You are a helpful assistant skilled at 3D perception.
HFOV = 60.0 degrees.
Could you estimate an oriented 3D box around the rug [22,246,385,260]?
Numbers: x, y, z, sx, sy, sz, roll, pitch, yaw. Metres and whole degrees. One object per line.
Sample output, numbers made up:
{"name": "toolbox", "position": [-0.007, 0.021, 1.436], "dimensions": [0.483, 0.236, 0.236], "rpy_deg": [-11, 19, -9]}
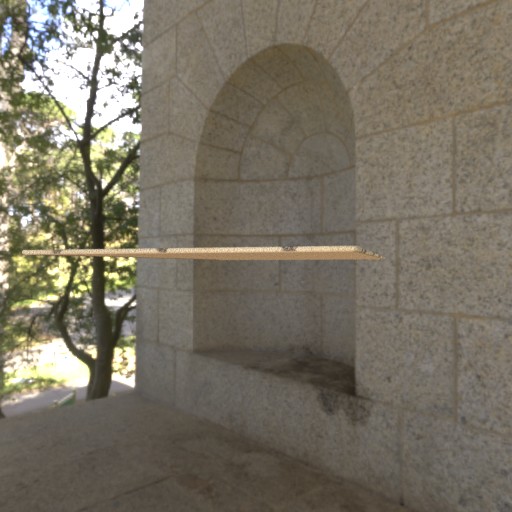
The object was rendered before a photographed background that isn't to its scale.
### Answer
{"name": "rug", "position": [0.000, 0.000, 3.404], "dimensions": [1.801, 0.026, 2.701], "rpy_deg": [0, -1, 18]}
